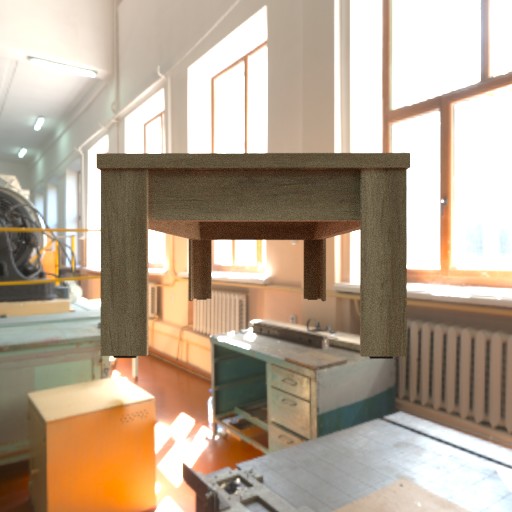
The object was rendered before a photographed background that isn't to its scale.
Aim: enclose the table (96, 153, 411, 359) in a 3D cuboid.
[{"bbox_3d":[0.000,0.000,1.661,0.700,0.460,1.350,0,0,1],"label":"table"}]
